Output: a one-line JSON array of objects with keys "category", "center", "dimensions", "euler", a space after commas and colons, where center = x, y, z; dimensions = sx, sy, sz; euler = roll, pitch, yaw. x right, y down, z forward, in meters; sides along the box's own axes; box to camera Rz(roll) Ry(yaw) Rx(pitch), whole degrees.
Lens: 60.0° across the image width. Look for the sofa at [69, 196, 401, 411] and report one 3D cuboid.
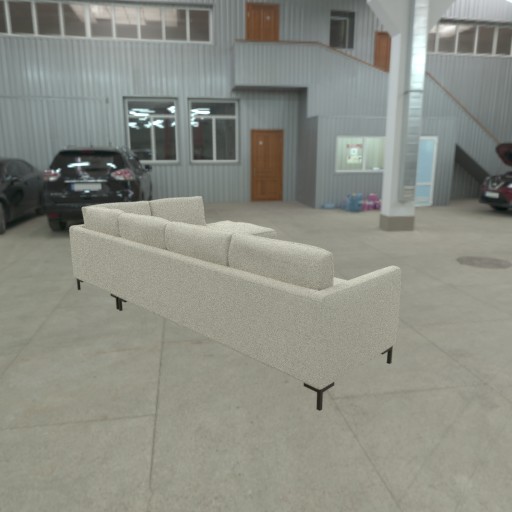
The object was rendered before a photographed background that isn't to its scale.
[{"category": "sofa", "center": [0.000, 0.000, 3.822], "dimensions": [2.007, 0.815, 2.949], "euler": [-13, 18, -43]}]
